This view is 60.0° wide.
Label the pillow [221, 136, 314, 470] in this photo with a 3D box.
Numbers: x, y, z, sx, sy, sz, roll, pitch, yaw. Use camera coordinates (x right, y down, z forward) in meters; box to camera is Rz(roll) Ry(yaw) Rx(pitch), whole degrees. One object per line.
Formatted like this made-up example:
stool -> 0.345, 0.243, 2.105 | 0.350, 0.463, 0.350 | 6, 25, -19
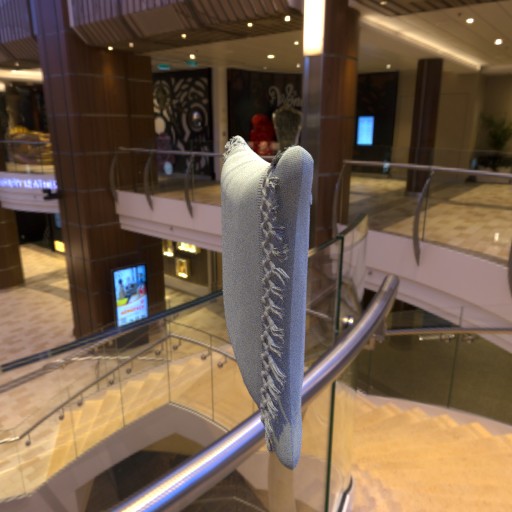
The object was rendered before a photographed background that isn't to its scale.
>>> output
pillow -> 0.000, 0.000, 0.592 | 0.084, 0.305, 0.466 | -2, 17, -8
